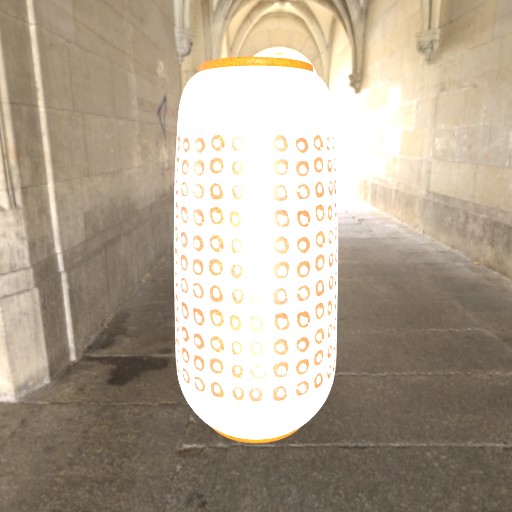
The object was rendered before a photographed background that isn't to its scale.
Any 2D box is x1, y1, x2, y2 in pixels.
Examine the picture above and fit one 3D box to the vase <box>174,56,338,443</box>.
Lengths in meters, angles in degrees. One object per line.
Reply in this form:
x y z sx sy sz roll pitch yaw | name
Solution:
0.000 0.000 0.355 0.133 0.282 0.133 0 14 0 | vase
